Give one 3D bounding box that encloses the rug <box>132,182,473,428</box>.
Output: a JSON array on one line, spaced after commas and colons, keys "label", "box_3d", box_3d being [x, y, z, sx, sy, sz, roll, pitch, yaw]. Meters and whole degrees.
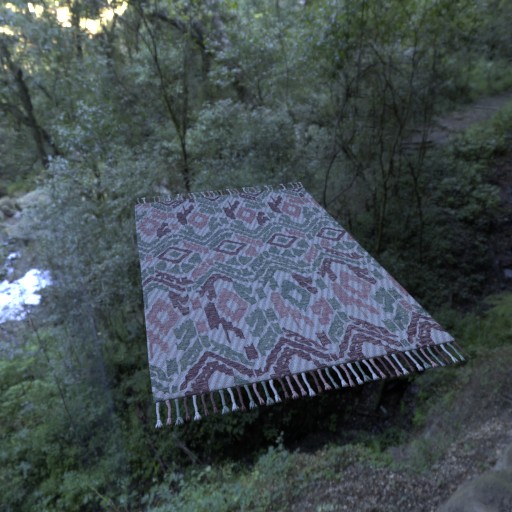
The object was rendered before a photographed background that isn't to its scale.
[{"label": "rug", "box_3d": [0.000, 0.000, 2.929, 1.524, 0.011, 2.438, -8, 31, -13]}]
